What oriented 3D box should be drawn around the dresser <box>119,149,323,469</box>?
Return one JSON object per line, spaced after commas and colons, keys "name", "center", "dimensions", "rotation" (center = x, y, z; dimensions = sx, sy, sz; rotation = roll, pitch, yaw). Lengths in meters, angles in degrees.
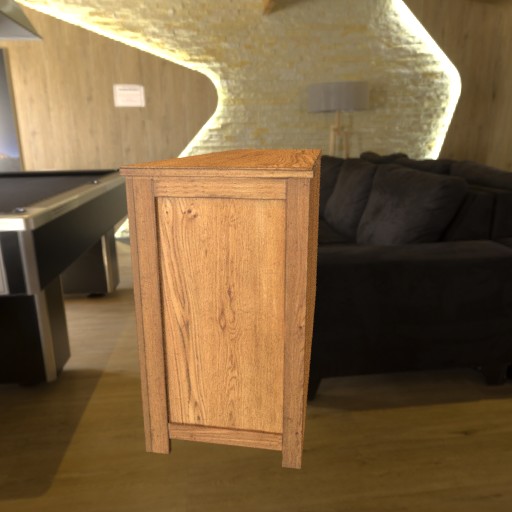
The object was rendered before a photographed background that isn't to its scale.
{"name": "dresser", "center": [0.000, 0.000, 2.088], "dimensions": [0.563, 0.932, 1.657], "rotation": [2, 15, 9]}
